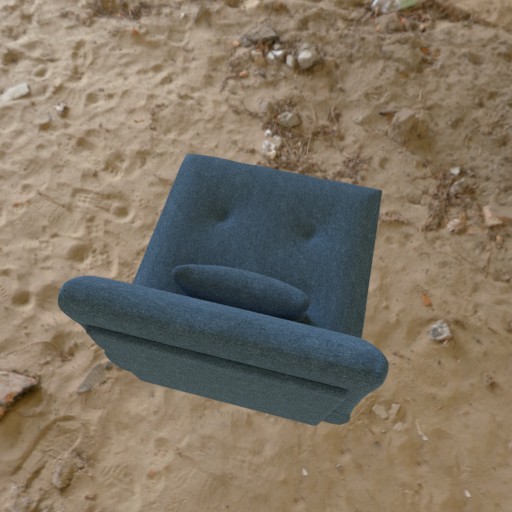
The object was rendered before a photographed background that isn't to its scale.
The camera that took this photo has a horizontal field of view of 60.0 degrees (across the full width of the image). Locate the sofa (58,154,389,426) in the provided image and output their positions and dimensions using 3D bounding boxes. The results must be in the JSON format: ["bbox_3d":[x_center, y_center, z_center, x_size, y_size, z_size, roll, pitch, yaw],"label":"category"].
[{"bbox_3d":[0.000,0.000,1.696,0.930,0.820,1.000,12,64,6],"label":"sofa"}]
